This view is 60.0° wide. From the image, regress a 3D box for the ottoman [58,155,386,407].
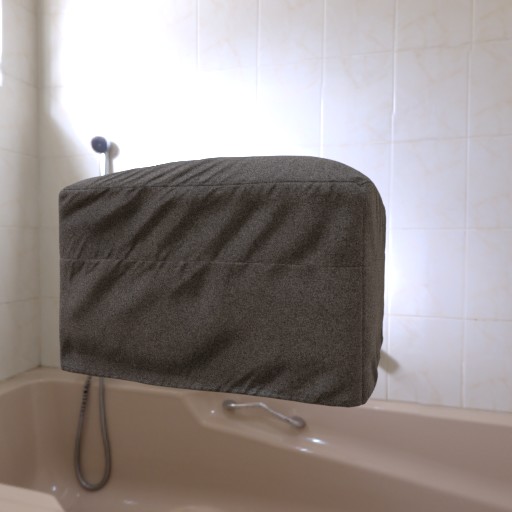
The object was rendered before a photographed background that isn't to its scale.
[{"bbox_3d":[0.000,0.000,1.216,0.683,0.481,0.837,1,2,18],"label":"ottoman"}]
